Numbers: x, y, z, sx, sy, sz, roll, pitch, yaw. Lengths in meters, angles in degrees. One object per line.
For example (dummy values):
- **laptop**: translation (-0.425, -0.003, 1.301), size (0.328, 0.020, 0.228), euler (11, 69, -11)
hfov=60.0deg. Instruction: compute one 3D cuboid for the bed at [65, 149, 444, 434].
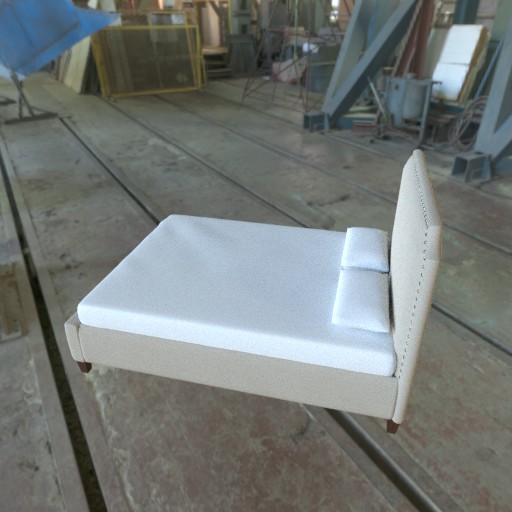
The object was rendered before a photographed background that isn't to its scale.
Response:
- **bed**: translation (0.000, 0.000, 3.432), size (2.372, 1.443, 1.713), euler (7, 30, 12)
